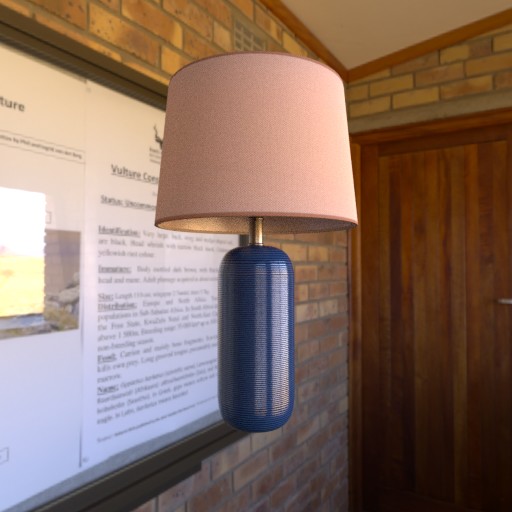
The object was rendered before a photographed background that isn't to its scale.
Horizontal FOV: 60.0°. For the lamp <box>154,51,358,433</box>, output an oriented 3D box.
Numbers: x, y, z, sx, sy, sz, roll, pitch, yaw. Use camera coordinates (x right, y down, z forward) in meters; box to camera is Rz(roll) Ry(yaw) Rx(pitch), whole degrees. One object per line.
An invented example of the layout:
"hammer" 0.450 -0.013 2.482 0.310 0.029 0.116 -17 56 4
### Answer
"lamp" 0.000 0.000 0.818 0.367 0.609 0.367 0 -1 0
